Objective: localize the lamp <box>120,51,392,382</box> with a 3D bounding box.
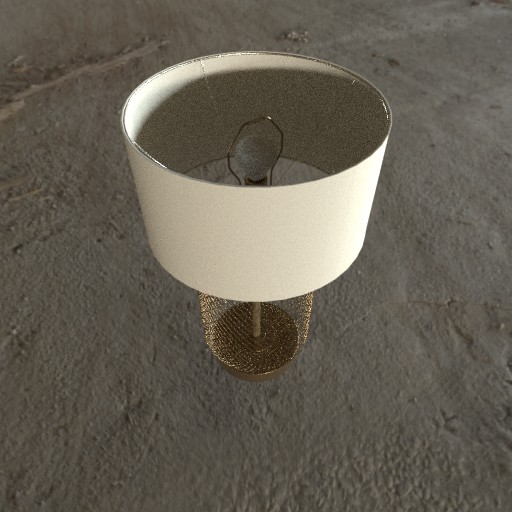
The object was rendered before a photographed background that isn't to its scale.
[{"bbox_3d":[0.000,0.000,0.795,0.353,0.578,0.353,0,47,0],"label":"lamp"}]
